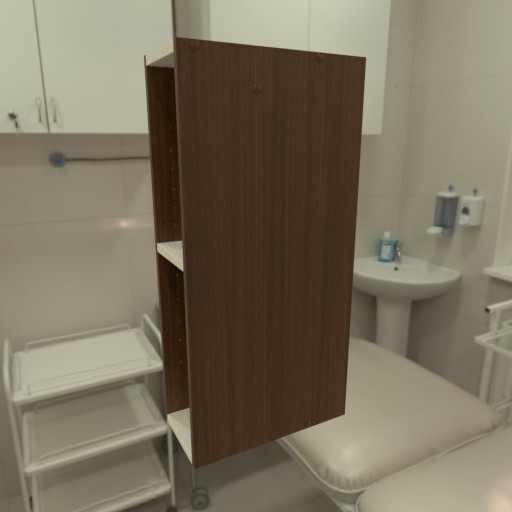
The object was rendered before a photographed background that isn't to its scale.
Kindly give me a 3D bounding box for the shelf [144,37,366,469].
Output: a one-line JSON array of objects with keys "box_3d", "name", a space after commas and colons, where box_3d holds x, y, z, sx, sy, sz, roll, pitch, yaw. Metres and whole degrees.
[{"box_3d": [0.000, 0.000, 0.722, 0.290, 0.600, 0.147, -8, 17, -27], "name": "shelf"}]
